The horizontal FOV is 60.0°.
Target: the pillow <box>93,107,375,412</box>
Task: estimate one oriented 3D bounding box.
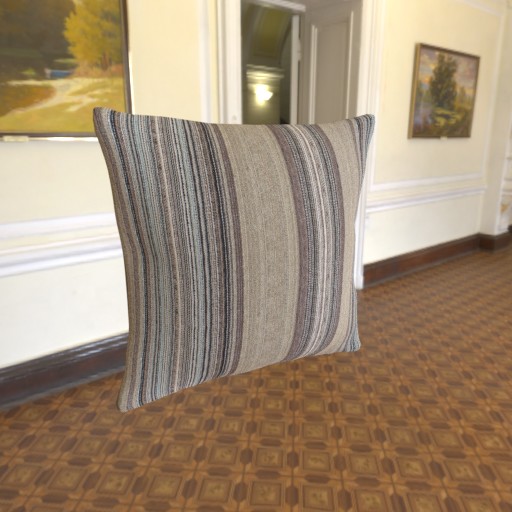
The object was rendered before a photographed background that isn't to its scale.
[{"bbox_3d":[0.000,0.000,0.665,0.435,0.416,0.189,-7,17,-26],"label":"pillow"}]
